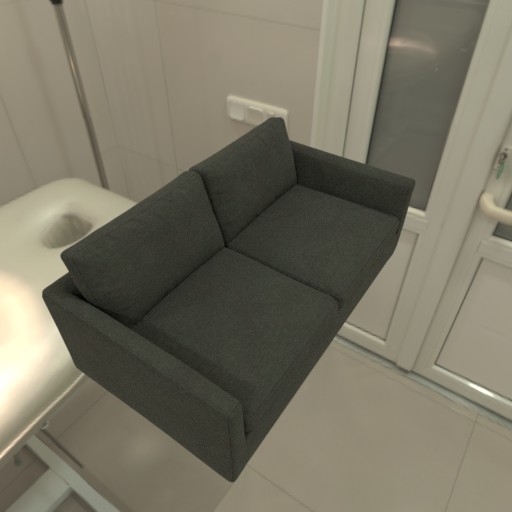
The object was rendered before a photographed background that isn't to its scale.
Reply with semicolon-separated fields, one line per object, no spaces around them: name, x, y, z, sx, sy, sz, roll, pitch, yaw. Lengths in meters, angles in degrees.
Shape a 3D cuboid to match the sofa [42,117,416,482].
sofa;0.000;0.000;2.495;1.091;0.845;1.909;24;47;25
